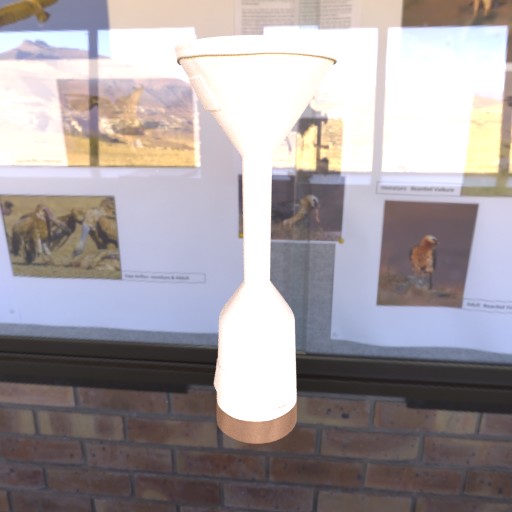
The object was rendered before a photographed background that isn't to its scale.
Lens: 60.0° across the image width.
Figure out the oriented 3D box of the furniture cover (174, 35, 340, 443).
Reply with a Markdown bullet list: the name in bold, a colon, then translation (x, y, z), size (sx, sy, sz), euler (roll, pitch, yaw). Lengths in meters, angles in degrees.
- **furniture cover**: translation (0.000, 0.000, 2.827), size (0.914, 2.413, 0.914), euler (-8, 19, -25)
